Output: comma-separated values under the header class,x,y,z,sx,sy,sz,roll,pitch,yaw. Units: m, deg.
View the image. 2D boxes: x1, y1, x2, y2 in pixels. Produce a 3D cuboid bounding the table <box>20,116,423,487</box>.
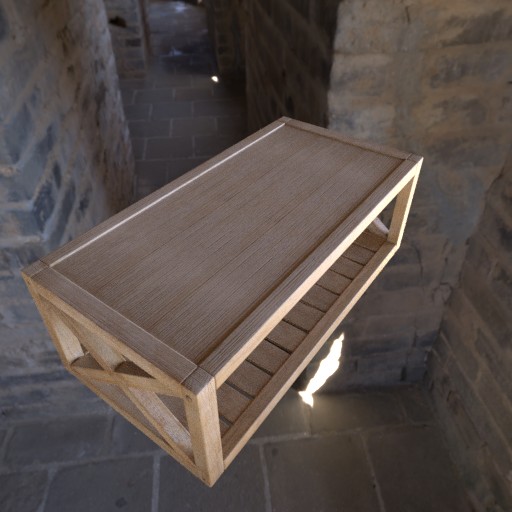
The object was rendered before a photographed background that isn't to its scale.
class,x,y,z,sx,sy,sz,roll,pitch,yaw
table,0.000,0.000,1.625,0.660,0.457,1.321,26,47,27
